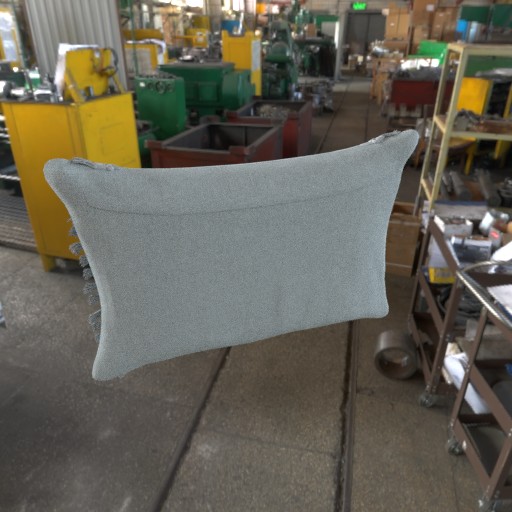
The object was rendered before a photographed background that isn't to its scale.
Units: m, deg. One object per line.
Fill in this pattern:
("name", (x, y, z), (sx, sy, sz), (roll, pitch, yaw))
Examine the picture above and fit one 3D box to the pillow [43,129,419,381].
("pillow", (0.000, 0.000, 0.592), (0.466, 0.305, 0.084), (-10, 29, -18))
